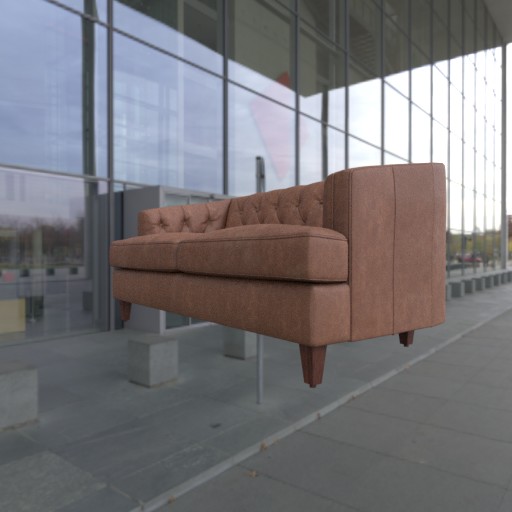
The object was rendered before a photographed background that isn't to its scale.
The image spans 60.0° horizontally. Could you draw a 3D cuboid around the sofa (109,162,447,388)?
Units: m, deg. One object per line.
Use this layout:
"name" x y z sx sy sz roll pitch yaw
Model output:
"sofa" 0.000 0.000 2.213 0.914 0.786 1.755 0 0 -36
